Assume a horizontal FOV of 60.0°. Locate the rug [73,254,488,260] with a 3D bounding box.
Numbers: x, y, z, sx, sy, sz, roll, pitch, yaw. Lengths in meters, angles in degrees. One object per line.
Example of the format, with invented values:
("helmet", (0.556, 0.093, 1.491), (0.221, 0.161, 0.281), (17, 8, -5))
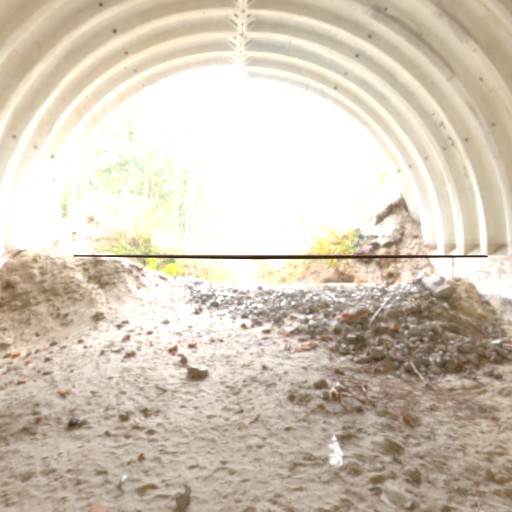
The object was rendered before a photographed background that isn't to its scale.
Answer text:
("rug", (0.000, 0.000, 4.058), (2.411, 0.020, 3.032), (0, 0, -37))
